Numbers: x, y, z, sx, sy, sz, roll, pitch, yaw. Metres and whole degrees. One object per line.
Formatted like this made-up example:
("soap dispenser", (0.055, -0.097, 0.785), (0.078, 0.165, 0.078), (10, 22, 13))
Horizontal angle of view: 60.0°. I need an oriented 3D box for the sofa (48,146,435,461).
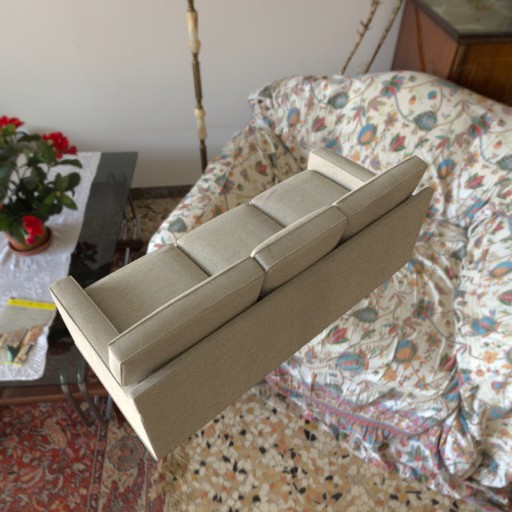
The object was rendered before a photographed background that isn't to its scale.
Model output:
("sofa", (0.000, 0.000, 2.618), (2.093, 0.862, 0.936), (-32, 53, -28))
